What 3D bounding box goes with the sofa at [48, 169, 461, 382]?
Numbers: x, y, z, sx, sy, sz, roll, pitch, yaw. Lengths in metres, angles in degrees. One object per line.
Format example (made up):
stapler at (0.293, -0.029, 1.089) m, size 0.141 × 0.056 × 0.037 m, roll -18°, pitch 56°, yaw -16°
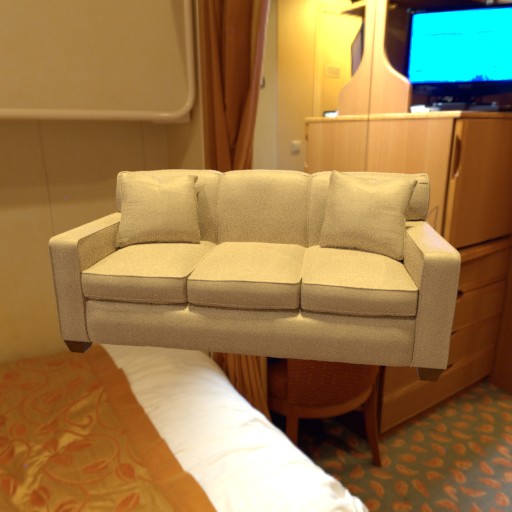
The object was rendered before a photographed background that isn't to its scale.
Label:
sofa at (0.000, 0.000, 2.583) m, size 2.024 × 0.958 × 0.997 m, roll 2°, pitch 16°, yaw 9°
